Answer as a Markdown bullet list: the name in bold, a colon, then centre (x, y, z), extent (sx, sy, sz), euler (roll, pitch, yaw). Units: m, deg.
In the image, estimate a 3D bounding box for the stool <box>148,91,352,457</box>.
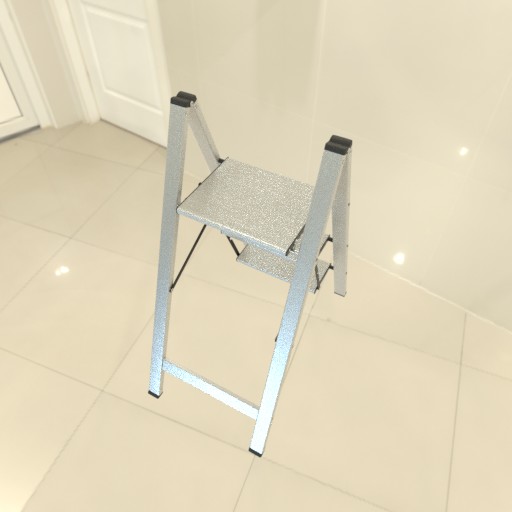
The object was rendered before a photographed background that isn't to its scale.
- **stool**: centre (0.000, 0.000, 1.308), extent (0.441, 0.902, 0.730), euler (22, 51, 19)
